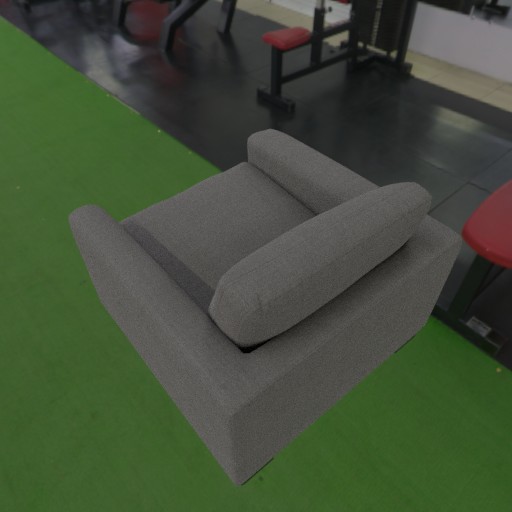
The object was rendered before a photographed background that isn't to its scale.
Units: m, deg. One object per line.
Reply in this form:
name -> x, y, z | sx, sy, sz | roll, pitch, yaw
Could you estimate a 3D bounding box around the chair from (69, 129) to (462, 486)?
chair -> 0.000, 0.000, 1.787 | 1.070, 0.847, 1.100 | -30, 53, -26
